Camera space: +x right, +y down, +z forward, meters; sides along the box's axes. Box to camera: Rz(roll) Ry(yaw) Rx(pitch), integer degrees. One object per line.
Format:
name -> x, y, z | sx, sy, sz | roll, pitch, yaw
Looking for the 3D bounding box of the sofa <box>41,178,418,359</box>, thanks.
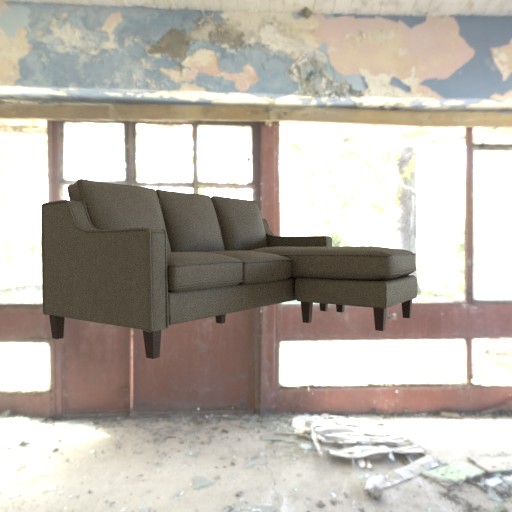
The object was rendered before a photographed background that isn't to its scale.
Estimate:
sofa -> 0.000, 0.000, 3.355 | 1.858, 1.081, 2.317 | 1, 2, 34
